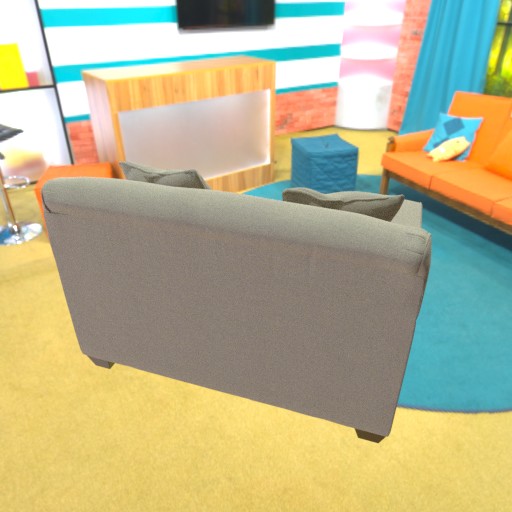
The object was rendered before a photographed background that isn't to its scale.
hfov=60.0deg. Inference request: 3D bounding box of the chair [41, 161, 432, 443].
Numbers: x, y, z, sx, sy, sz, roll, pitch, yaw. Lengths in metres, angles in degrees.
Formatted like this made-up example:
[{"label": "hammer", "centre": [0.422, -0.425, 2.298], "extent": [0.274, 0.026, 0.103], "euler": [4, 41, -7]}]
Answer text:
[{"label": "chair", "centre": [0.000, 0.000, 2.024], "extent": [1.383, 0.948, 1.000], "euler": [10, 33, 16]}]
